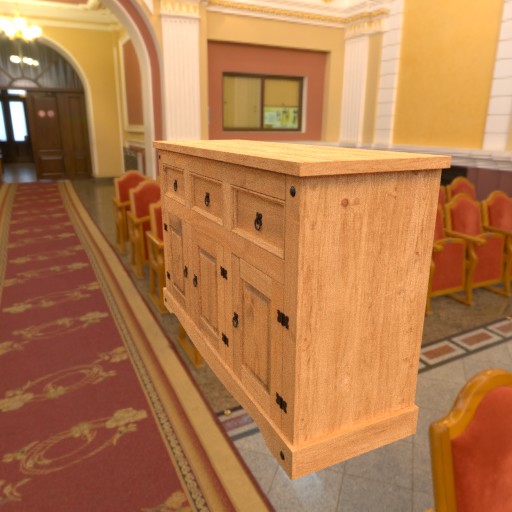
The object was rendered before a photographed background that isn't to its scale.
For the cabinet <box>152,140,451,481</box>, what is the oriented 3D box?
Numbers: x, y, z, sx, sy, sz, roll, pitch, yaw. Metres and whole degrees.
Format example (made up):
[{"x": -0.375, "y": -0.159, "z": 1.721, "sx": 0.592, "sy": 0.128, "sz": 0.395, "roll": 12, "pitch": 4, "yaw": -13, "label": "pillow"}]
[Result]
[{"x": 0.000, "y": 0.000, "z": 1.685, "sx": 0.432, "sy": 0.810, "sz": 1.321, "roll": -8, "pitch": 18, "yaw": -24, "label": "cabinet"}]
